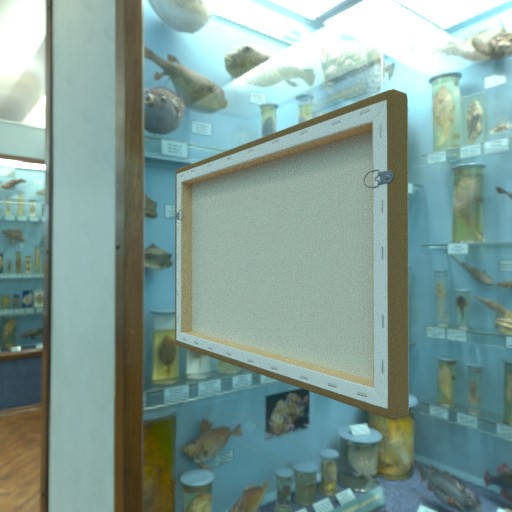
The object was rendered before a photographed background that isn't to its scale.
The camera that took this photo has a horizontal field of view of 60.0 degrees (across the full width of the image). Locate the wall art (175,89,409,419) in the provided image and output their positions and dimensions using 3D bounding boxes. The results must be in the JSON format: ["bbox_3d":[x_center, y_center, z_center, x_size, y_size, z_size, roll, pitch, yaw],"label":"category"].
[{"bbox_3d":[0.000,0.000,0.495,0.019,0.254,0.380,0,-1,-36],"label":"wall art"}]
